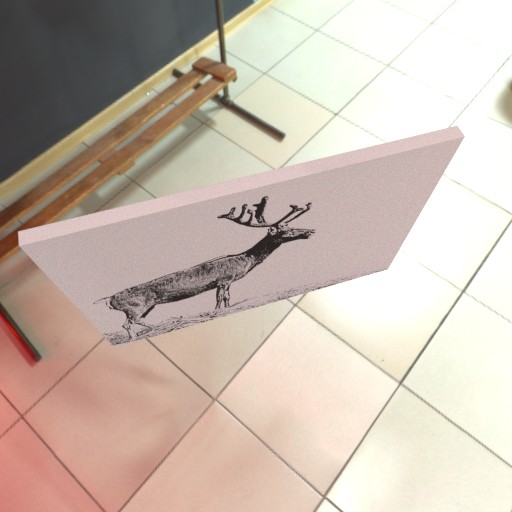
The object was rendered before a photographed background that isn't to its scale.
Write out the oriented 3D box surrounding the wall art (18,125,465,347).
[{"bbox_3d":[0.000,0.000,1.142,0.906,0.617,0.033,-15,62,-8],"label":"wall art"}]
